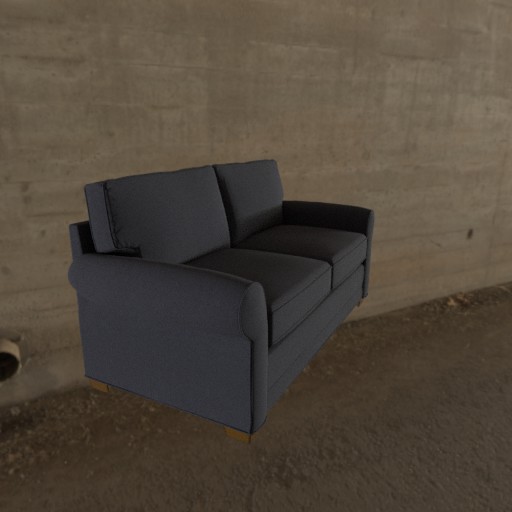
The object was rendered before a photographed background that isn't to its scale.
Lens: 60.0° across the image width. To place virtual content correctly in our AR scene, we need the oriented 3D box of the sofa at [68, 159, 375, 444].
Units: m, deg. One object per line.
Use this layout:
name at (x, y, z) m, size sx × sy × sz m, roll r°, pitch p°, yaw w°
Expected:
sofa at (0.000, 0.000, 2.590) m, size 0.951 × 1.031 × 2.009 m, roll 8°, pitch 18°, yaw 27°
